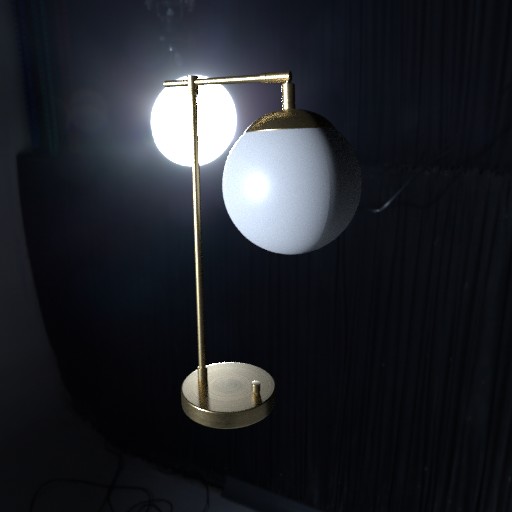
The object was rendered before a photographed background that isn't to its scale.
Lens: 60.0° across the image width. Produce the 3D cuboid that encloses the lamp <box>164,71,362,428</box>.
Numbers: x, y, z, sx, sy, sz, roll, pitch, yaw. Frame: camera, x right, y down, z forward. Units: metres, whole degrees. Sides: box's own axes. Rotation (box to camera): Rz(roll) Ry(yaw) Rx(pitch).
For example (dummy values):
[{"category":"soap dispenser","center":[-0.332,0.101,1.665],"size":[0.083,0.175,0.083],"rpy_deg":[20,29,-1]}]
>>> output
[{"category":"lamp","center":[0.000,0.000,0.720],"size":[0.324,0.559,0.207],"rpy_deg":[7,16,25]}]
